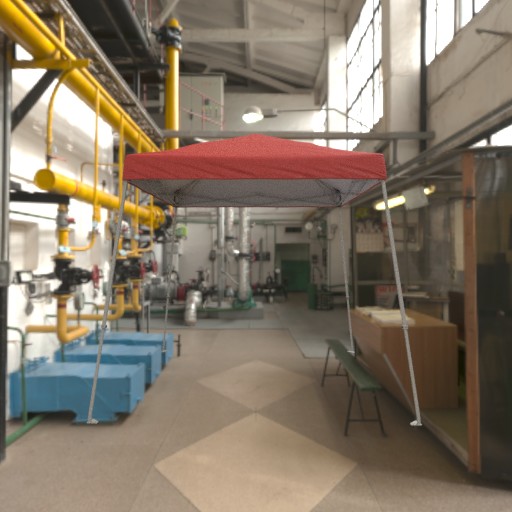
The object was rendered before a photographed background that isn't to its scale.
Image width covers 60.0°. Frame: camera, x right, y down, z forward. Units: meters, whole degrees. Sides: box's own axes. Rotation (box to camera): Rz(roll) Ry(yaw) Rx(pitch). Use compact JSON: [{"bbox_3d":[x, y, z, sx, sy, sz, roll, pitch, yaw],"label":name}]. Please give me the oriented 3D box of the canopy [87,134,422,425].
[{"bbox_3d":[0.000,0.000,6.546,3.600,3.600,3.599,0,0,1],"label":"canopy"}]
